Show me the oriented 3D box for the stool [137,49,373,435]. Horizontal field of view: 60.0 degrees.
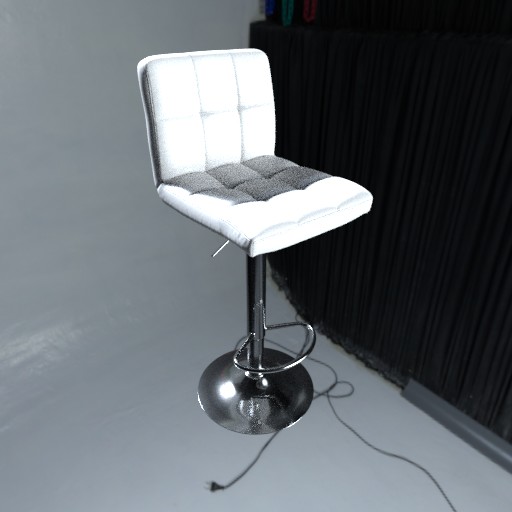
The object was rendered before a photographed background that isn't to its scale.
[{"bbox_3d":[0.000,0.000,1.359,0.430,1.115,0.505,-21,36,-33],"label":"stool"}]
